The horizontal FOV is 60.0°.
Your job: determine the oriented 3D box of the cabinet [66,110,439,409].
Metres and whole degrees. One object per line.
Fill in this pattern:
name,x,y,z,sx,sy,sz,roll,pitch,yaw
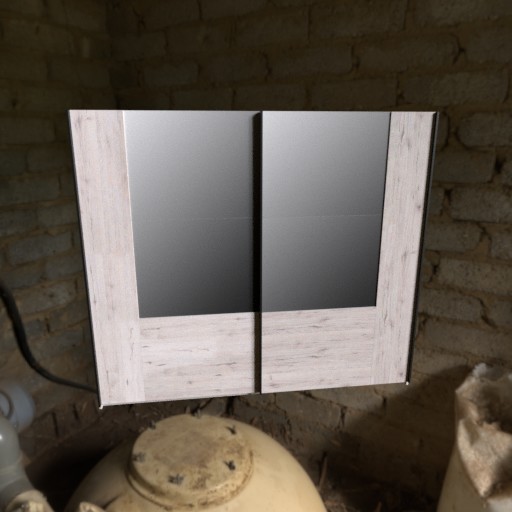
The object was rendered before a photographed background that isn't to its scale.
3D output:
cabinet,0.000,0.000,3.544,2.500,2.180,0.660,-2,16,-8
